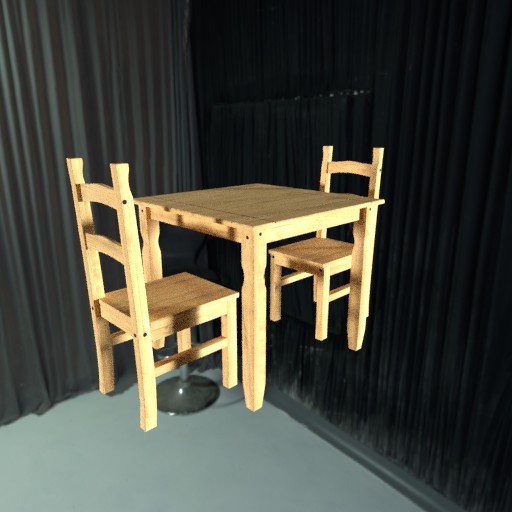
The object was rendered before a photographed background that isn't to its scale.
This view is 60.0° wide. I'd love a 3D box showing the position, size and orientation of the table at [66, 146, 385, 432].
[{"bbox_3d":[0.000,0.000,2.062,1.501,0.942,0.813,-15,22,-42],"label":"table"}]
